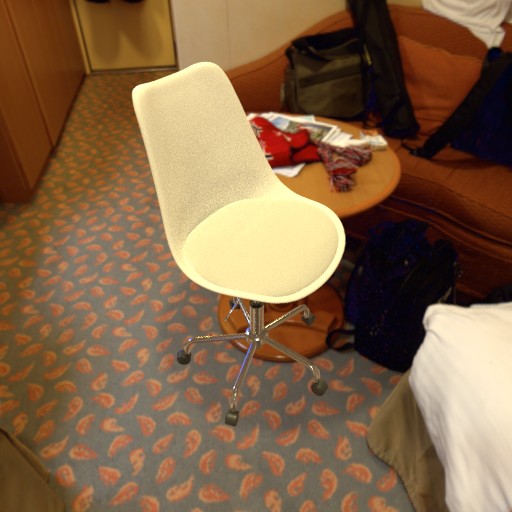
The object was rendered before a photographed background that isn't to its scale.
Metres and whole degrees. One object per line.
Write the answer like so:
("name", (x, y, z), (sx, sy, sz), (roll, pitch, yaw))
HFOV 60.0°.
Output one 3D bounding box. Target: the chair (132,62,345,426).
("chair", (0.000, 0.000, 1.280), (0.550, 0.930, 0.550), (23, 45, 26))
